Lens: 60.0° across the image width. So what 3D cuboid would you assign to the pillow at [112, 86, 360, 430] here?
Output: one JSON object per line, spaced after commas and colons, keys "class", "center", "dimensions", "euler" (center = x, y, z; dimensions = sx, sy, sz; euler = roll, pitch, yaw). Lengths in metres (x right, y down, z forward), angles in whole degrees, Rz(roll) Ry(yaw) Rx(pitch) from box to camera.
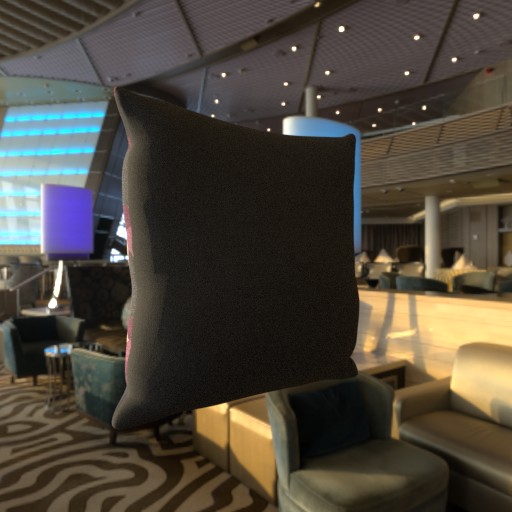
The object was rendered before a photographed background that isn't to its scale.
{"class": "pillow", "center": [0.000, 0.000, 0.775], "dimensions": [0.503, 0.496, 0.208], "euler": [0, 0, -35]}
